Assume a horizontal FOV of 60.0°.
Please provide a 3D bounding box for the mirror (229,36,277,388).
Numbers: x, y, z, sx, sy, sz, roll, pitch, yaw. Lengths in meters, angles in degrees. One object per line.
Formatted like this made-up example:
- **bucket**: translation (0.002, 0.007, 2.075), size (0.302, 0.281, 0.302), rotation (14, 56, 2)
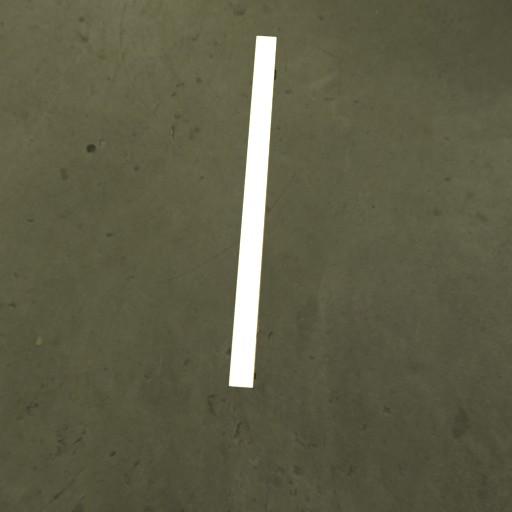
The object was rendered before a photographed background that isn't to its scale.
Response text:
- **mirror**: translation (0.000, 0.000, 1.180), size (0.041, 0.914, 0.609), rotation (4, 78, 1)
